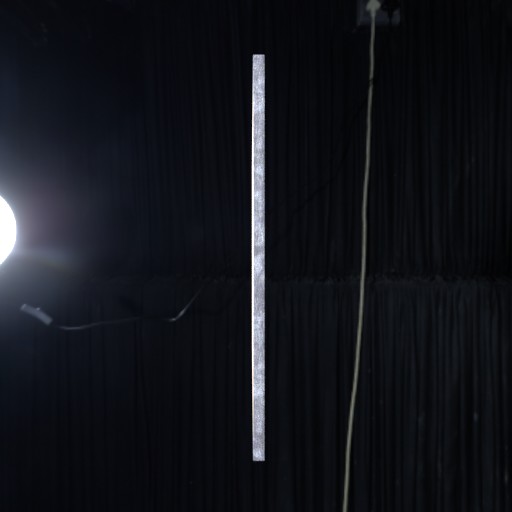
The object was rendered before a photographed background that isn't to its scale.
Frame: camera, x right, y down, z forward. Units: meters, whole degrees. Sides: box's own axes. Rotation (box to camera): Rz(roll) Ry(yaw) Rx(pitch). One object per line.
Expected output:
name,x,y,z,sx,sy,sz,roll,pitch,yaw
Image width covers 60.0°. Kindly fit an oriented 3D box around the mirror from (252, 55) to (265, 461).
mirror,0.000,0.000,1.419,0.022,0.795,1.101,0,1,-1
